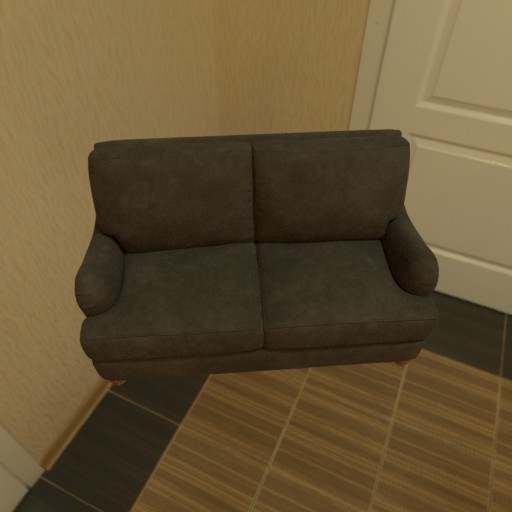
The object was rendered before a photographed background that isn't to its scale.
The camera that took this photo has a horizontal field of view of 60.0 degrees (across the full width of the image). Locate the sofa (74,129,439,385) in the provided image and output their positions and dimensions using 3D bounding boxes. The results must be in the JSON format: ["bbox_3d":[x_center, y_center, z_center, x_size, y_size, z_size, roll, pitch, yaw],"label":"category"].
[{"bbox_3d":[0.000,0.000,2.533,1.853,1.101,1.084,-3,46,-3],"label":"sofa"}]
